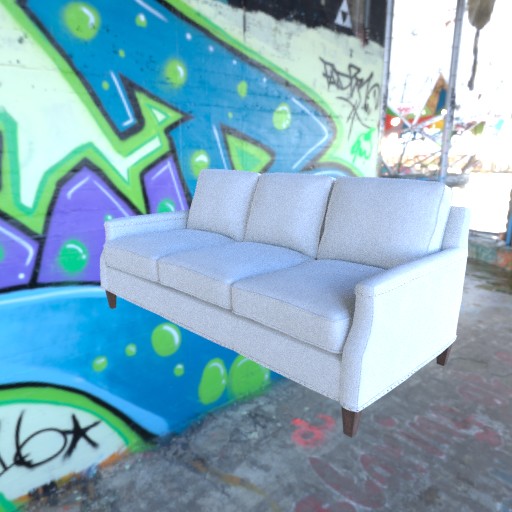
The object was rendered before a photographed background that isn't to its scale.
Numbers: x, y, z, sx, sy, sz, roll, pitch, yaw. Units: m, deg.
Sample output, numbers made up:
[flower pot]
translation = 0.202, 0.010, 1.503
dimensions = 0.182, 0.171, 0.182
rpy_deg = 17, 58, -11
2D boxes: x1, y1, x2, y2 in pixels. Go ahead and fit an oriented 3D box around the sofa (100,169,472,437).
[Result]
[sofa]
translation = 0.000, 0.000, 2.790
dimensions = 1.084, 1.003, 2.246
rpy_deg = -13, 19, -43
